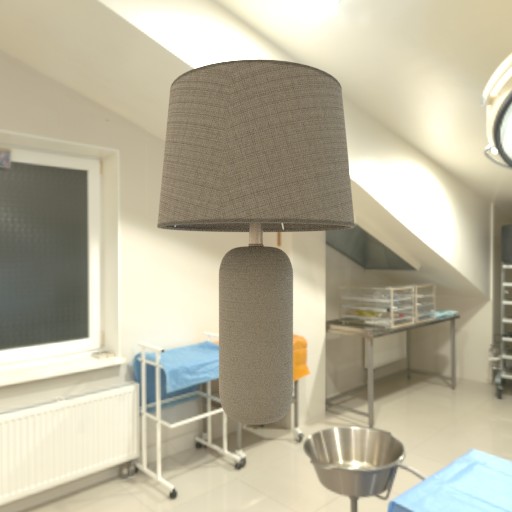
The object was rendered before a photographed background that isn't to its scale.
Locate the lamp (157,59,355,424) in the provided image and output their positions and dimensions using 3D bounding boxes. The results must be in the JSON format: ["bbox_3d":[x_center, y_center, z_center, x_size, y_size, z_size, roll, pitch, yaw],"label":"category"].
[{"bbox_3d":[0.000,0.000,0.844,0.367,0.609,0.367,0,1,0],"label":"lamp"}]
